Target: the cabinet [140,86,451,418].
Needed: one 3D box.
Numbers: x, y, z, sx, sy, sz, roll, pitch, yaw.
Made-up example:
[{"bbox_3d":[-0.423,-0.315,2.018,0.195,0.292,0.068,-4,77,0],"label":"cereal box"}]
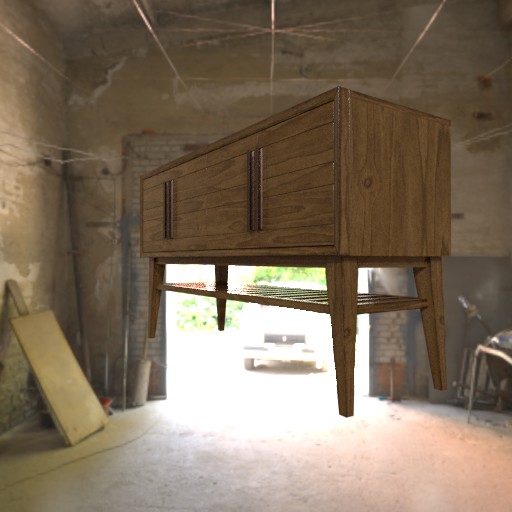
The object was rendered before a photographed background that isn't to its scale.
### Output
[{"bbox_3d":[0.000,0.000,1.748,0.477,0.802,1.363,0,-1,-34],"label":"cabinet"}]
